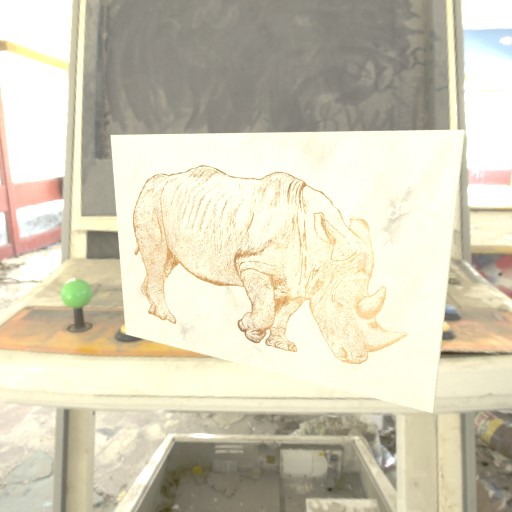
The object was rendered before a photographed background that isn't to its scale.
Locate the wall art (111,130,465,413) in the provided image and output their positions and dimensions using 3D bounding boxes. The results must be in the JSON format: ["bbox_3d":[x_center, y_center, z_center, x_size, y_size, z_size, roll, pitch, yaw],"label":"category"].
[{"bbox_3d":[0.000,0.000,1.142,0.915,0.610,0.038,7,16,27],"label":"wall art"}]
